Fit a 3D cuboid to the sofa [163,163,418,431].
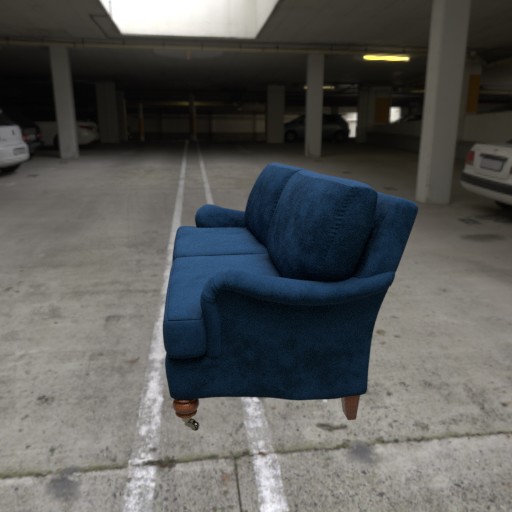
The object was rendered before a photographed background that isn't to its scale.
[{"bbox_3d":[0.000,0.000,2.848,1.084,1.101,2.141,-2,14,-8],"label":"sofa"}]
